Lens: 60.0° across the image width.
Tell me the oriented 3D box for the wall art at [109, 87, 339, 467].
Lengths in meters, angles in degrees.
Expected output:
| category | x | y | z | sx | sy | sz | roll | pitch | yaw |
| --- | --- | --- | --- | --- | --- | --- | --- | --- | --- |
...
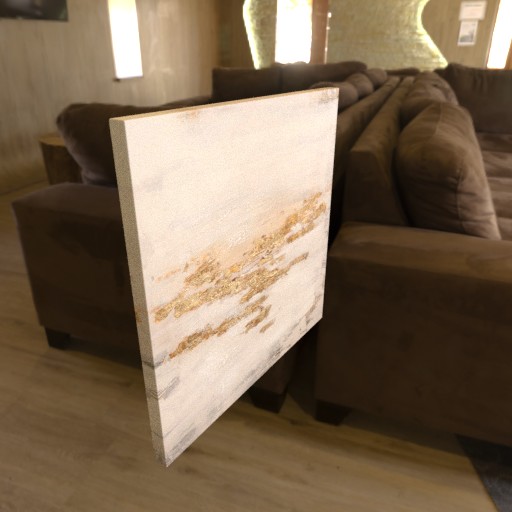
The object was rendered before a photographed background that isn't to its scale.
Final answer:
| category | x | y | z | sx | sy | sz | roll | pitch | yaw |
| --- | --- | --- | --- | --- | --- | --- | --- | --- | --- |
| wall art | 0.000 | 0.000 | 1.125 | 0.038 | 0.755 | 0.753 | 17 | 30 | 31 |
